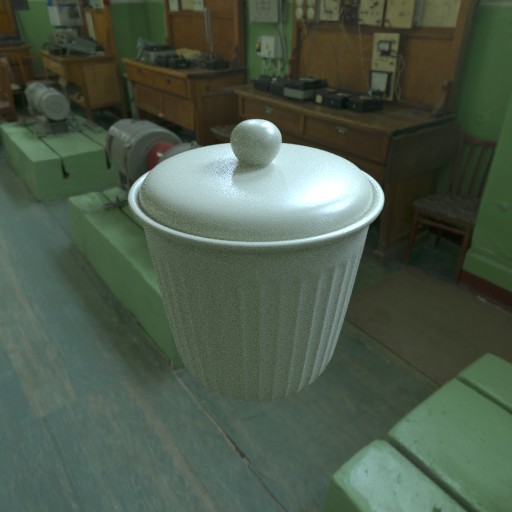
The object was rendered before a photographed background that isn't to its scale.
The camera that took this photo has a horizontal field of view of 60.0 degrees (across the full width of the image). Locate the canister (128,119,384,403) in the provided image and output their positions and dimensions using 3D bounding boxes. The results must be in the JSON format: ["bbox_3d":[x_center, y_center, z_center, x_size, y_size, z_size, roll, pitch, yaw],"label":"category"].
[{"bbox_3d":[0.000,0.000,0.351,0.181,0.211,0.181,0,30,0],"label":"canister"}]
